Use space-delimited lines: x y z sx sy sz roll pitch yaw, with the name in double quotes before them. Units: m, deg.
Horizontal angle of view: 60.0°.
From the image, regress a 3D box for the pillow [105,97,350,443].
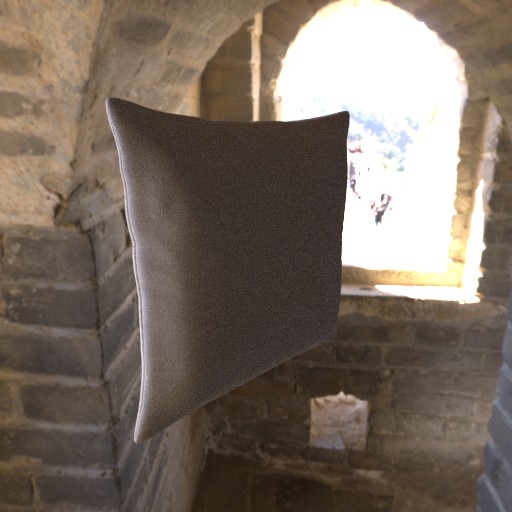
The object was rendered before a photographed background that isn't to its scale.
"pillow" 0.000 0.000 0.793 0.523 0.510 0.166 -15 21 -42
